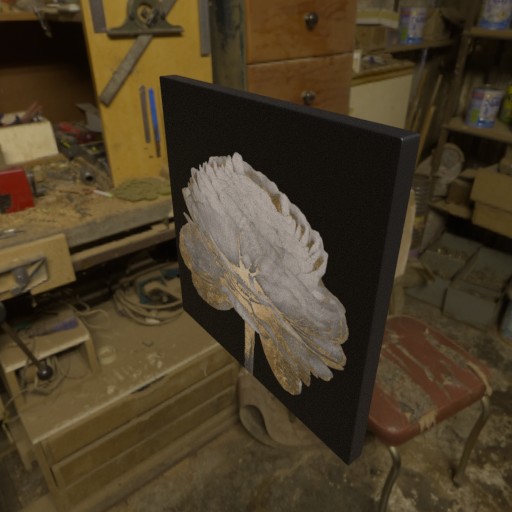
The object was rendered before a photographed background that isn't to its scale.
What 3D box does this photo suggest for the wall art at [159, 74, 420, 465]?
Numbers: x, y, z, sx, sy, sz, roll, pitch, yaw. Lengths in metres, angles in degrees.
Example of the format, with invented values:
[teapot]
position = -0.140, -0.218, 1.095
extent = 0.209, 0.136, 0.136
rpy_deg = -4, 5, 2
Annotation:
[wall art]
position = 0.000, 0.000, 0.886
extent = 0.043, 0.611, 0.610
rpy_deg = -21, 36, -32
